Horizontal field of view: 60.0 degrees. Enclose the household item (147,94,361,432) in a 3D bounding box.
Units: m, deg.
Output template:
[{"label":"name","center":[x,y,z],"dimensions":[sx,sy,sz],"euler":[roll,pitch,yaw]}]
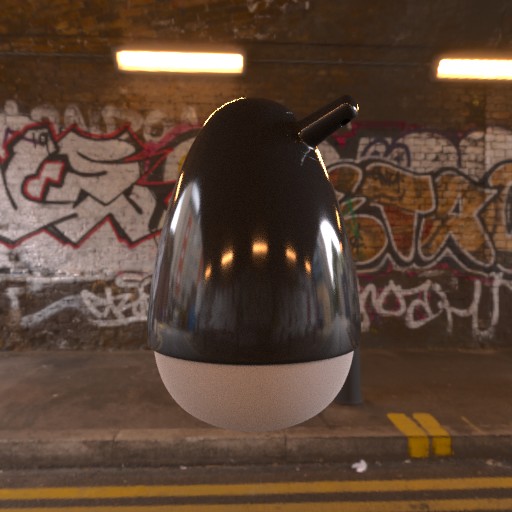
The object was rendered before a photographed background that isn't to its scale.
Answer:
[{"label":"household item","center":[0.000,0.000,0.216],"dimensions":[0.104,0.152,0.102],"euler":[0,0,36]}]
